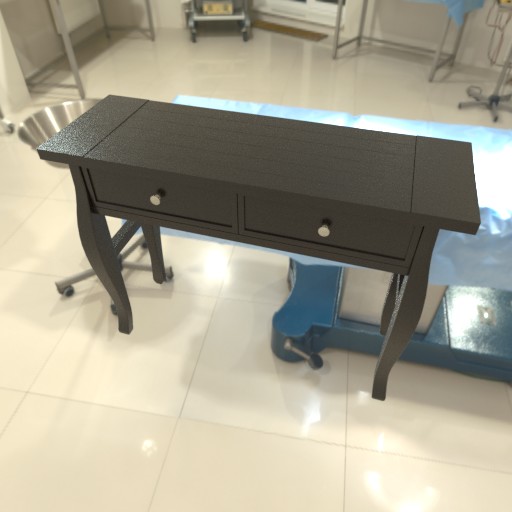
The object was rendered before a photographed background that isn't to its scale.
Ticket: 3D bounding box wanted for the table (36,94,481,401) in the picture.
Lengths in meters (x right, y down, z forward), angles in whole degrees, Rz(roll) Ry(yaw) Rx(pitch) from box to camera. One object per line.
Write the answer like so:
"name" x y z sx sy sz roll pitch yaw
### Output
"table" 0.000 0.000 1.397 1.062 0.768 0.373 12 44 12
